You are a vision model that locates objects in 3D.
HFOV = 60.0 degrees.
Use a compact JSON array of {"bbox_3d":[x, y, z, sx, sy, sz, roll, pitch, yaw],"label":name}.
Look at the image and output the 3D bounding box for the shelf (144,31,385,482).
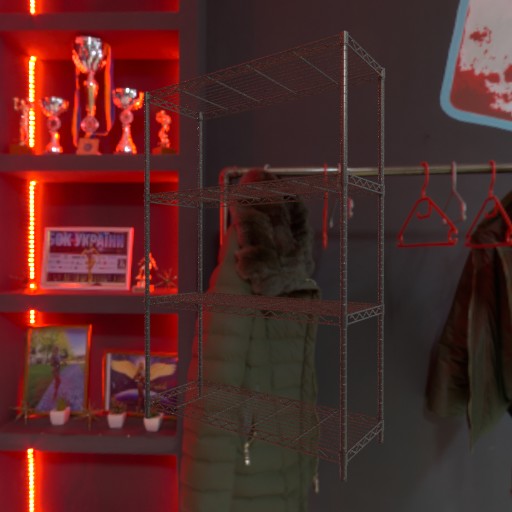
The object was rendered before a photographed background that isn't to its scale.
[{"bbox_3d":[0.000,0.000,1.734,0.907,1.361,0.352,0,1,35],"label":"shelf"}]
